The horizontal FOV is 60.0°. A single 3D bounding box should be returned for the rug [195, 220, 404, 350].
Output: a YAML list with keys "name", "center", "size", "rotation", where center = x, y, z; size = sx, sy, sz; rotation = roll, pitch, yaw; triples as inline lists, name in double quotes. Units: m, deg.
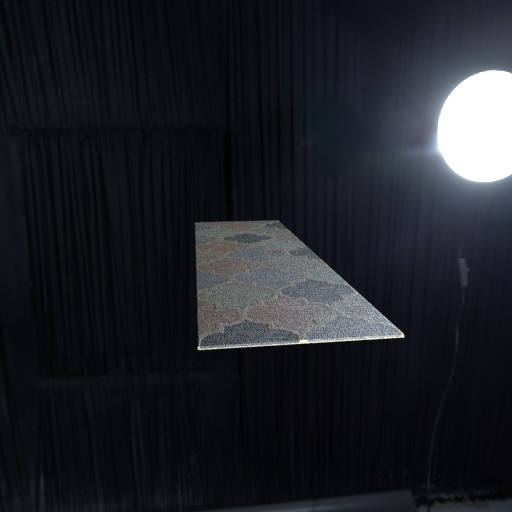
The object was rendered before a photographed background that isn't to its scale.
- name: "rug"
  center: [0.000, 0.000, 2.531]
  size: [0.687, 0.011, 2.287]
  rotation: [-2, 14, -8]
